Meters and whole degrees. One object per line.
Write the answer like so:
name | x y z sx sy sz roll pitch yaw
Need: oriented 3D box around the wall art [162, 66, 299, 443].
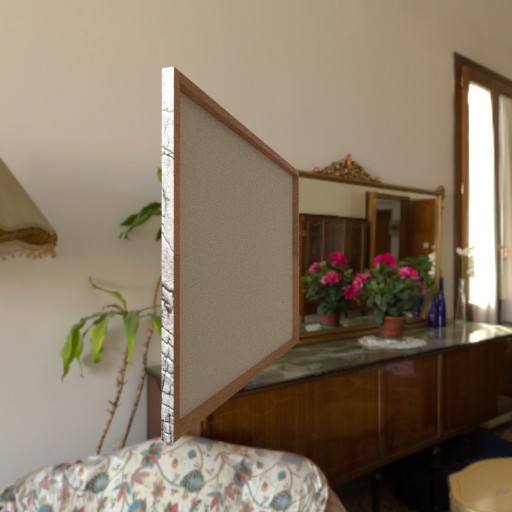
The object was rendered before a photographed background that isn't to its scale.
wall art | 0.000 0.000 1.150 0.023 0.607 0.914 0 0 18
